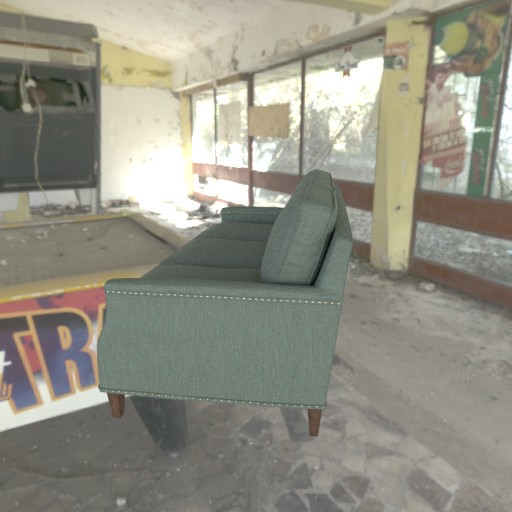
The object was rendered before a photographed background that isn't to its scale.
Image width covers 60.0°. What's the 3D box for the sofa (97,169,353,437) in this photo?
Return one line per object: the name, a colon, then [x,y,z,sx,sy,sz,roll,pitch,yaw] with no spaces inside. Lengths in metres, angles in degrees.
sofa: [0.000,0.000,2.840,1.084,1.003,2.246,2,15,8]
